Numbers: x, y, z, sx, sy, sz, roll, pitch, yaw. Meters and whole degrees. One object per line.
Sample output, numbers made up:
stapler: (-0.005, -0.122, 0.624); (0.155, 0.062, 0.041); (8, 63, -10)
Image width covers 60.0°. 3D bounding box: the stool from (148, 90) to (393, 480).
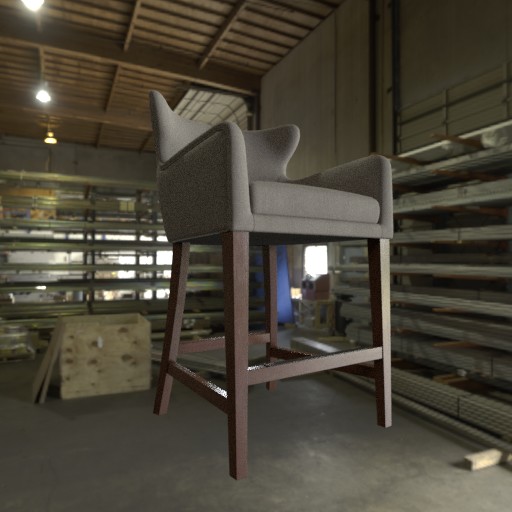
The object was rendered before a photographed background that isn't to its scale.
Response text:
stool: (0.000, 0.000, 1.316); (0.575, 0.951, 0.575); (1, -1, -37)
